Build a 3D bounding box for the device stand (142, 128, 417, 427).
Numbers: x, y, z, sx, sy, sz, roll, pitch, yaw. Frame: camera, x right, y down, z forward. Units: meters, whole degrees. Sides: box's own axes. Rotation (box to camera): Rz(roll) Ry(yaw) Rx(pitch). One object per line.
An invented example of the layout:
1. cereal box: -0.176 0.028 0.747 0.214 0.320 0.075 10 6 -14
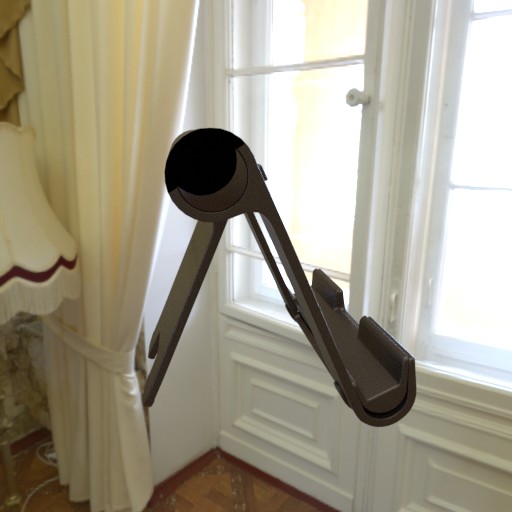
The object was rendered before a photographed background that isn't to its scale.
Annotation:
1. device stand: 0.000 0.000 0.152 0.079 0.084 0.088 -3 16 -10
